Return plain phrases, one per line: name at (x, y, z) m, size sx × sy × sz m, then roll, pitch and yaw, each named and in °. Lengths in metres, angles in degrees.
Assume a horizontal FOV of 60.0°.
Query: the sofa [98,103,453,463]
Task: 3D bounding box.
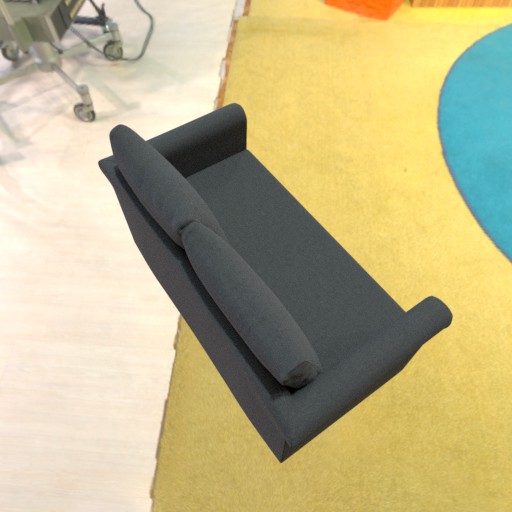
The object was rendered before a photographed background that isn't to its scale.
sofa at (0.000, 0.000, 1.941) m, size 0.741 × 0.872 × 1.460 m, roll -30°, pitch 61°, yaw -18°
